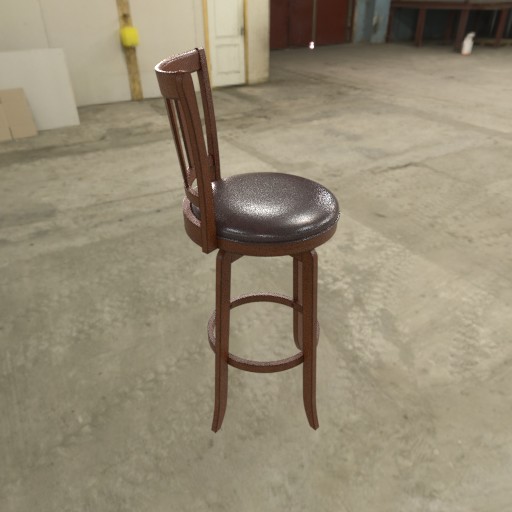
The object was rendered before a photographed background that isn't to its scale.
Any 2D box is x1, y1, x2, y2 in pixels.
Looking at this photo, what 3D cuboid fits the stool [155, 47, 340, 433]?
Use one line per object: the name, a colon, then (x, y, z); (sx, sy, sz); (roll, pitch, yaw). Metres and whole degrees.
stool: (0.000, 0.000, 1.426); (0.503, 1.177, 0.464); (-1, 31, -2)
